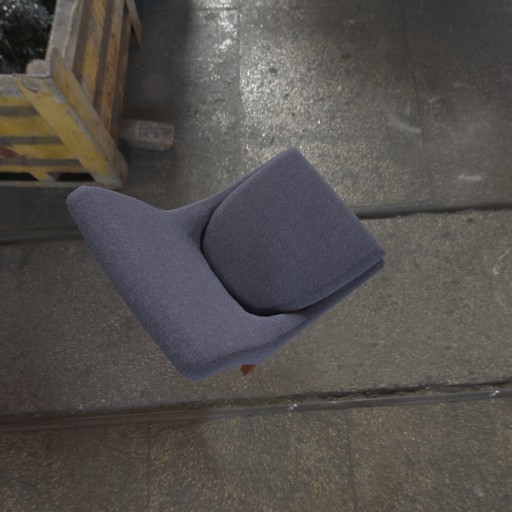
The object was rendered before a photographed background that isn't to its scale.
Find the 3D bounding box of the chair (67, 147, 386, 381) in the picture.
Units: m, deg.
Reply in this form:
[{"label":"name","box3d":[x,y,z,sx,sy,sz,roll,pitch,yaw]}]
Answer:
[{"label":"chair","box3d":[0.000,0.000,1.324,0.655,0.952,0.508,-36,77,-9]}]
